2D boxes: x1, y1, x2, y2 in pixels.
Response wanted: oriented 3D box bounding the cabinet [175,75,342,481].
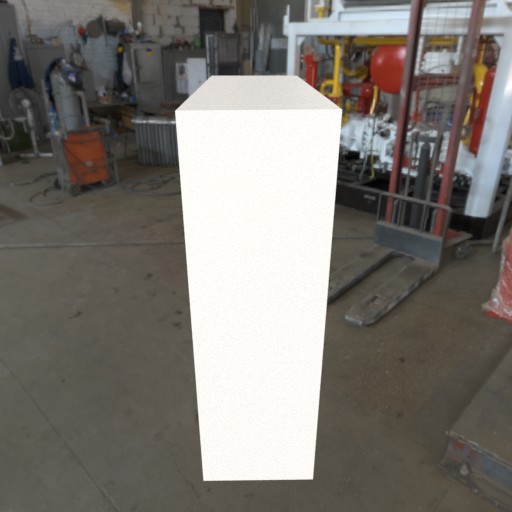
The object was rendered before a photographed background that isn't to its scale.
[{"bbox_3d":[0.000,0.000,1.610,0.348,1.150,0.990,0,26,-1],"label":"cabinet"}]
